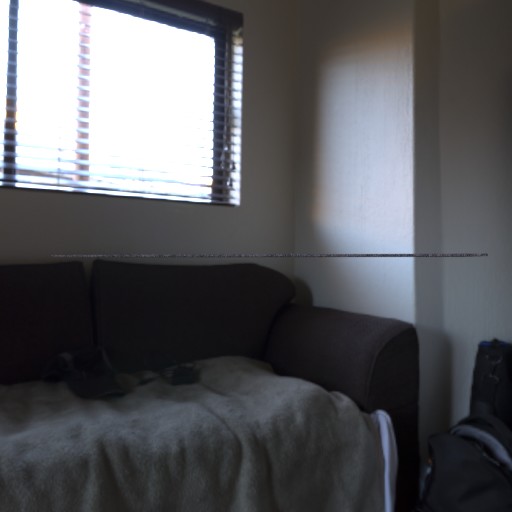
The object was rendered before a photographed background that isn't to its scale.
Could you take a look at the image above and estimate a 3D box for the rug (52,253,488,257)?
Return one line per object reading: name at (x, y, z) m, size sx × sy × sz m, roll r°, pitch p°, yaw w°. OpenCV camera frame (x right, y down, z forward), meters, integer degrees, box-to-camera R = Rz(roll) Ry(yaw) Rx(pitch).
rug at (0.000, 0.000, 2.564) m, size 2.296 × 0.011 × 0.691 m, roll 0°, pitch 0°, yaw 18°
